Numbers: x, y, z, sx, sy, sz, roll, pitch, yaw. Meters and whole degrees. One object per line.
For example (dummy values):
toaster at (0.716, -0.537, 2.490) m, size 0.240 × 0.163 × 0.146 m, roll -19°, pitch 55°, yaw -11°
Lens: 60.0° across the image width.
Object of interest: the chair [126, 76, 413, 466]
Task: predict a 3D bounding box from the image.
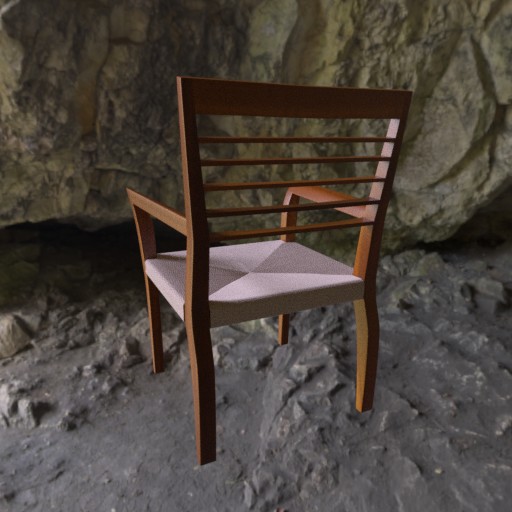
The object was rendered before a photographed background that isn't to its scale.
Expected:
chair at (0.000, 0.000, 1.239) m, size 0.587 × 0.855 × 0.540 m, roll -7°, pitch 17°, yaw -25°
